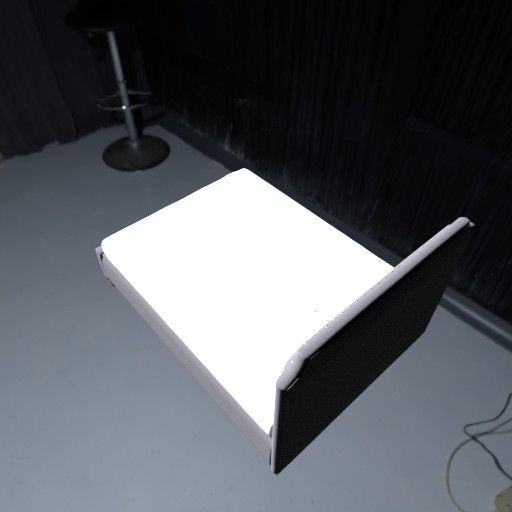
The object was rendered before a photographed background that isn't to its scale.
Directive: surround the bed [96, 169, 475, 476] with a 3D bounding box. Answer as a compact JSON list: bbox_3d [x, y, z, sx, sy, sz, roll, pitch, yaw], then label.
[{"bbox_3d":[0.000,0.000,3.453,1.713,1.443,2.372,-33,54,-27],"label":"bed"}]
